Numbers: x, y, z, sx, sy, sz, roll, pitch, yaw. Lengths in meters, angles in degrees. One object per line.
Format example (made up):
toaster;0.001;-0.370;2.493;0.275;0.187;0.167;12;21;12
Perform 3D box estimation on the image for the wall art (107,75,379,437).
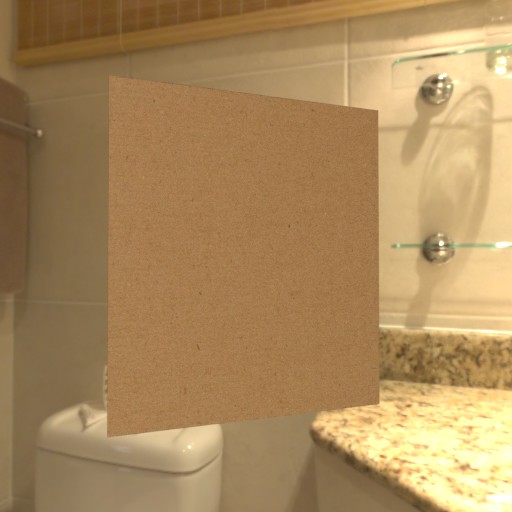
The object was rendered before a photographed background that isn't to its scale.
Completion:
wall art;0.000;0.000;1.193;0.755;0.863;0.028;0;-1;-19
